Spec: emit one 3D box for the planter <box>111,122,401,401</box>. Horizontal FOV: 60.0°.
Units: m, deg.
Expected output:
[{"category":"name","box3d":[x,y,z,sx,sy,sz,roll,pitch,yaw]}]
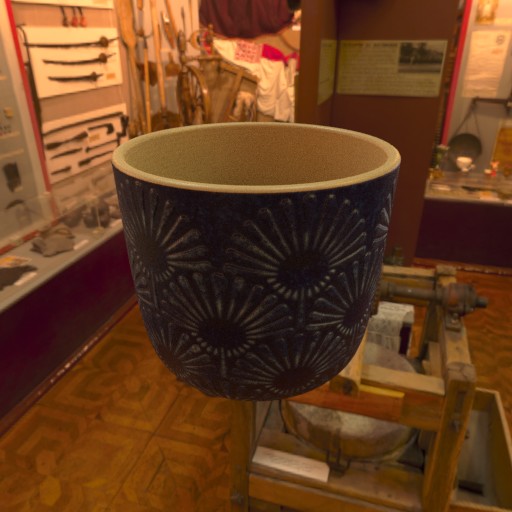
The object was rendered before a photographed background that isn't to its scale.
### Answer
[{"category":"planter","box3d":[0.000,0.000,0.221,0.124,0.109,0.124,0,26,0]}]
